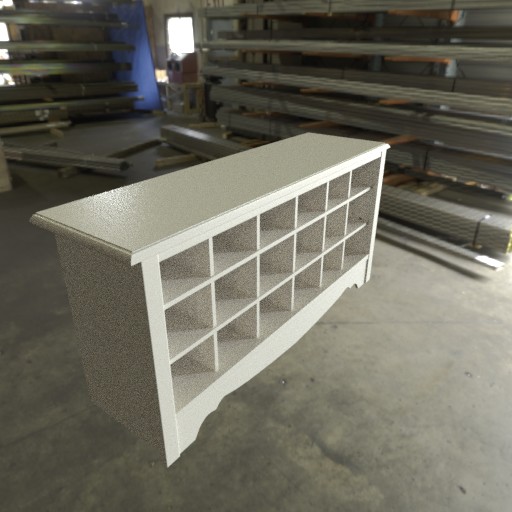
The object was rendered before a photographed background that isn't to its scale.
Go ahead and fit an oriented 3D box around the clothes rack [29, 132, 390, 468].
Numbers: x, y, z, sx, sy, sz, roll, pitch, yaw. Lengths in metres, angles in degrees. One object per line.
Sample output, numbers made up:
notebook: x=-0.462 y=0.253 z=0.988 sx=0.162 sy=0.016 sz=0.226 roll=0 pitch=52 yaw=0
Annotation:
clothes rack: x=0.000 y=0.000 z=1.336 sx=0.324 sy=0.531 sz=1.120 roll=18 pitch=32 yaw=33
